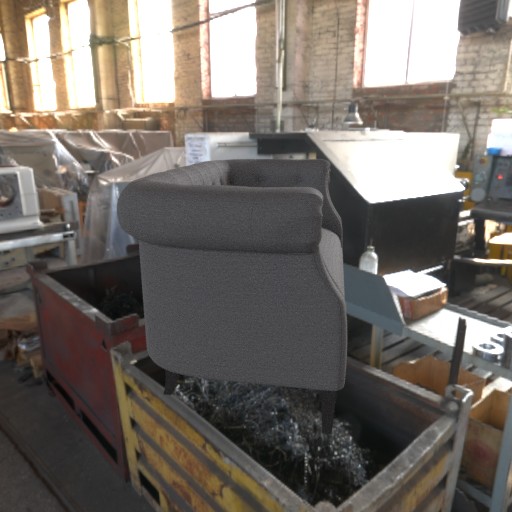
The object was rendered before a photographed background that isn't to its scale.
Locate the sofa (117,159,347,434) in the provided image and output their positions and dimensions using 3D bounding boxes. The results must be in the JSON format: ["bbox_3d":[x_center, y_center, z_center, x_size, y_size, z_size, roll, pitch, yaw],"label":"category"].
[{"bbox_3d":[0.000,0.000,2.095,0.835,0.827,1.558,3,16,10],"label":"sofa"}]
